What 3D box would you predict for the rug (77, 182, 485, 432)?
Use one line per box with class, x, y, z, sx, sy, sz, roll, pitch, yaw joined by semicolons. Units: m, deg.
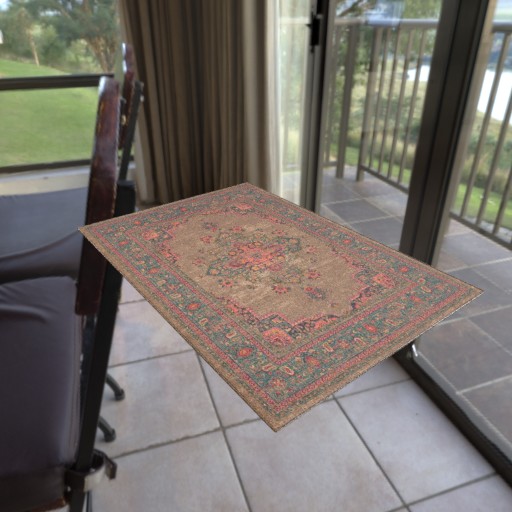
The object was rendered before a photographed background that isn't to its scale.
rug;0.000;0.000;3.695;2.005;0.013;2.890;-21;36;-32
